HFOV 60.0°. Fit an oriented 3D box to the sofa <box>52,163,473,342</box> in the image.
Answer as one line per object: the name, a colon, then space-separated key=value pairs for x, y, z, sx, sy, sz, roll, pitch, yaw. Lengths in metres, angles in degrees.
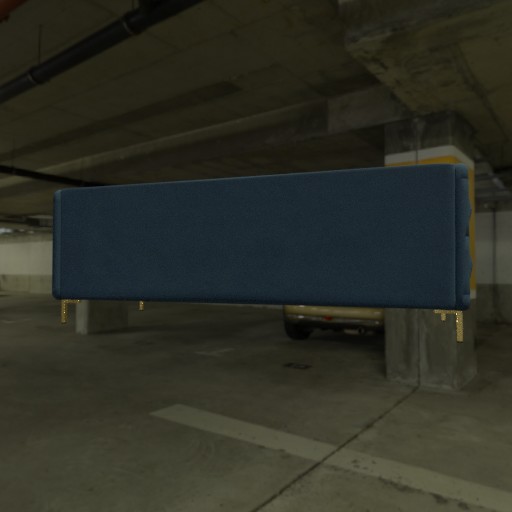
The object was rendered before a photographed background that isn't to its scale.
sofa: x=0.000 y=0.000 z=2.595 sx=2.209 sy=0.771 sz=0.895 roll=-1 pitch=-2 yaw=18
